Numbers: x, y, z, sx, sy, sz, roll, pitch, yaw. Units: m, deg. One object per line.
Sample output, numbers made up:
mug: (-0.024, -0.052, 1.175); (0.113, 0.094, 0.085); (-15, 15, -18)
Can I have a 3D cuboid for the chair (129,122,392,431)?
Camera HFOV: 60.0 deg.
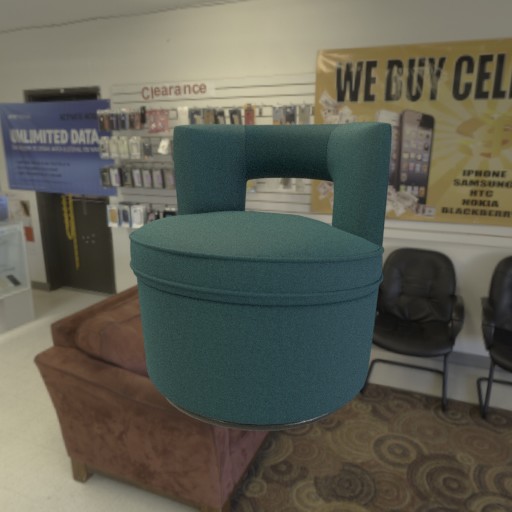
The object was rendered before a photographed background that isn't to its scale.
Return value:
chair: (0.000, 0.000, 1.223); (0.684, 0.711, 0.660); (7, 17, 25)
